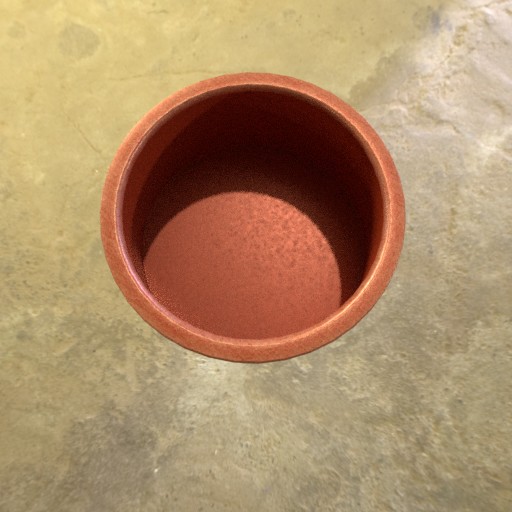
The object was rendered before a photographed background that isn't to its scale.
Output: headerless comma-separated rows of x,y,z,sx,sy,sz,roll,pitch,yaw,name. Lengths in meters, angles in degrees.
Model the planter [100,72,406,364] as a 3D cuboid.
0.000,0.000,0.717,0.354,0.465,0.345,33,79,7,planter
